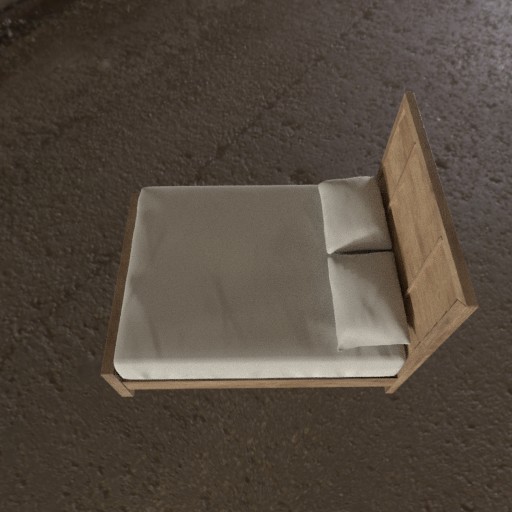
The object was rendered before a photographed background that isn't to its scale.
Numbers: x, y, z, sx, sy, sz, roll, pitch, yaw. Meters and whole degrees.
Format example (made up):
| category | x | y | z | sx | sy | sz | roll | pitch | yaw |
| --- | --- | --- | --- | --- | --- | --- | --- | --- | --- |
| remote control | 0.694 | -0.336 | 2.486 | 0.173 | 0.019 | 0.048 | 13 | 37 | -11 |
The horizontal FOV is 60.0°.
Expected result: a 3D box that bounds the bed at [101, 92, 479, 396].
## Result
| category | x | y | z | sx | sy | sz | roll | pitch | yaw |
| --- | --- | --- | --- | --- | --- | --- | --- | --- | --- |
| bed | 0.000 | 0.000 | 3.306 | 2.197 | 1.626 | 1.626 | -1 | 58 | 0 |
